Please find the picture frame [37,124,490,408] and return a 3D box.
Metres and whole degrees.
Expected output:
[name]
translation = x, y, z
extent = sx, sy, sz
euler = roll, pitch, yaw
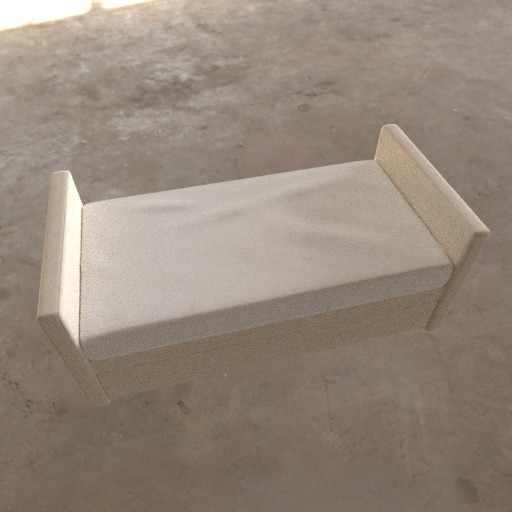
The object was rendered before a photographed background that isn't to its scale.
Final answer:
[picture frame]
translation = 0.000, 0.000, 2.694
extent = 2.161, 0.891, 1.069
euler = -10, 48, -10
